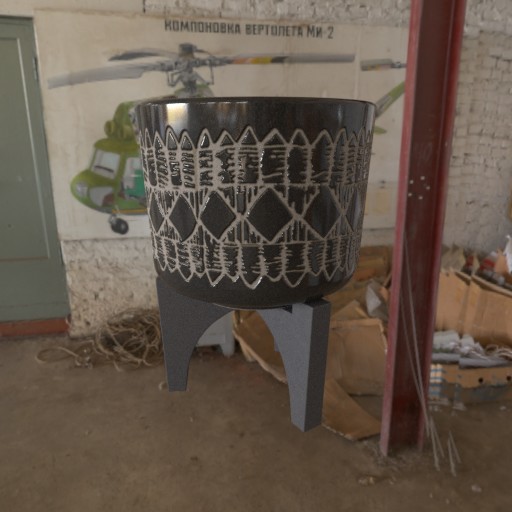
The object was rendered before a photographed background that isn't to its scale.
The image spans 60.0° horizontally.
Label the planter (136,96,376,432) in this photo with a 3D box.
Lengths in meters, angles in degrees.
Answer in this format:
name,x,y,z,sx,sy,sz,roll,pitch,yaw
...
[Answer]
name,x,y,z,sx,sy,sz,roll,pitch,yaw
planter,0.000,0.000,0.408,0.196,0.264,0.196,8,18,25
